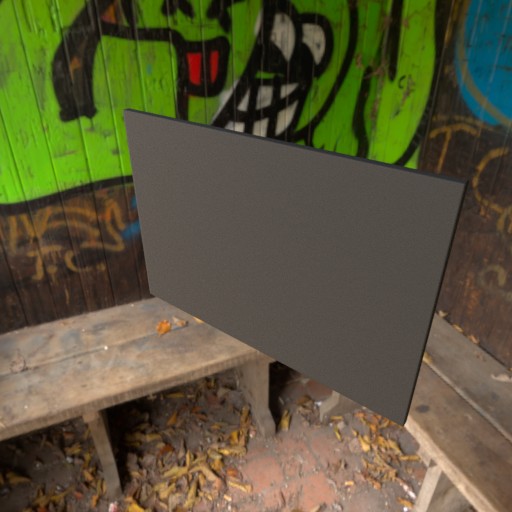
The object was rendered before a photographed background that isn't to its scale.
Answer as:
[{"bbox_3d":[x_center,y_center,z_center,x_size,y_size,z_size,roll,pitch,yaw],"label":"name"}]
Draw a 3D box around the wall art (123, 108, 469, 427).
[{"bbox_3d":[0.000,0.000,1.216,0.958,0.656,0.026,21,37,32],"label":"wall art"}]
